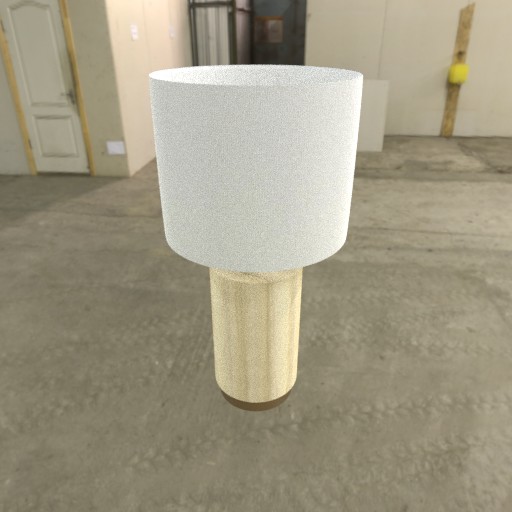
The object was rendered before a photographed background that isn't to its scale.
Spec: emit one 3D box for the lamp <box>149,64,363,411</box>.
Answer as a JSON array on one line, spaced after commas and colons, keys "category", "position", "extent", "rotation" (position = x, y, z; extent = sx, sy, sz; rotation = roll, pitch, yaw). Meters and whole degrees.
[{"category": "lamp", "position": [0.000, 0.000, 0.580], "extent": [0.228, 0.444, 0.228], "rotation": [18, 33, 31]}]
